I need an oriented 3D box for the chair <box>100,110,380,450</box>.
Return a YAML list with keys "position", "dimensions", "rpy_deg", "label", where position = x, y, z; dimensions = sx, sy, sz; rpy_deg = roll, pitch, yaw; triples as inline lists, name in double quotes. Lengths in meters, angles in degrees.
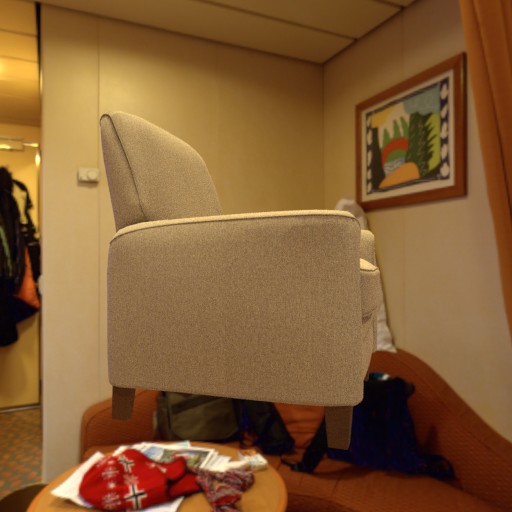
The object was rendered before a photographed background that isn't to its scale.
- position: [0.000, 0.000, 1.618]
  dimensions: [0.864, 1.014, 0.848]
  rpy_deg: [0, -1, 18]
  label: "chair"
